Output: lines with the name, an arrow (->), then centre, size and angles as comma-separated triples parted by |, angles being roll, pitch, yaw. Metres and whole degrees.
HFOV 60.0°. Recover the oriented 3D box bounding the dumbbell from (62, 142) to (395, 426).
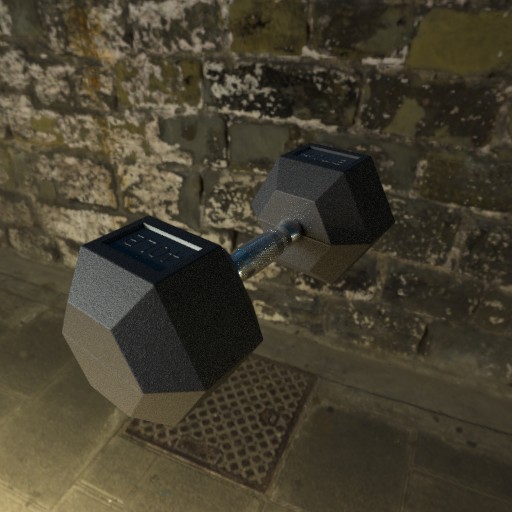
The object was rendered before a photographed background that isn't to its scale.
dumbbell -> 0.000, 0.000, 0.436 | 0.157, 0.137, 0.361 | 22, 38, 32
